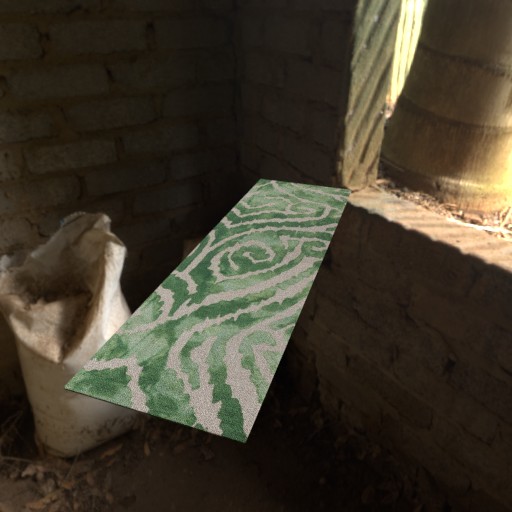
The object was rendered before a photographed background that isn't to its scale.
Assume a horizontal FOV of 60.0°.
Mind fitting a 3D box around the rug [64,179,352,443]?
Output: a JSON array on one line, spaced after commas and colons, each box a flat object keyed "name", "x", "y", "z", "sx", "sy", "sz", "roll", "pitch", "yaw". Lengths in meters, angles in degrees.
[{"name": "rug", "x": 0.000, "y": 0.000, "z": 2.628, "sx": 0.761, "sy": 0.006, "sz": 2.438, "roll": 10, "pitch": 32, "yaw": 16}]
